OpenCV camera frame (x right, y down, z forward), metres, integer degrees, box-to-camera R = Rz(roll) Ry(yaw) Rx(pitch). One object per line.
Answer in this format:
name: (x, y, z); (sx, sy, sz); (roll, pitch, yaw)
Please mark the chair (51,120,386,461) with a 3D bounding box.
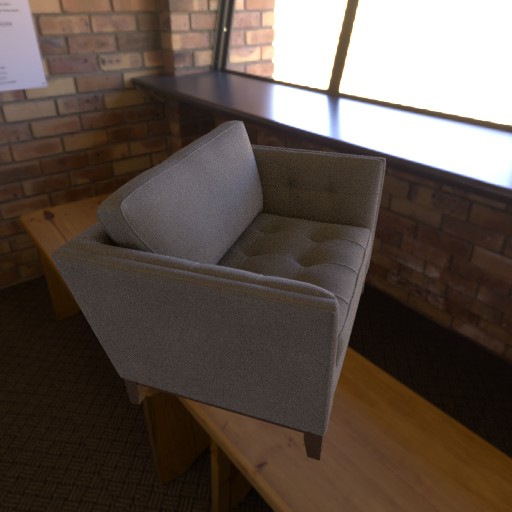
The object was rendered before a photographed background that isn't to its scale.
chair: (0.000, 0.000, 2.045); (0.965, 0.942, 1.396); (10, 32, 17)
